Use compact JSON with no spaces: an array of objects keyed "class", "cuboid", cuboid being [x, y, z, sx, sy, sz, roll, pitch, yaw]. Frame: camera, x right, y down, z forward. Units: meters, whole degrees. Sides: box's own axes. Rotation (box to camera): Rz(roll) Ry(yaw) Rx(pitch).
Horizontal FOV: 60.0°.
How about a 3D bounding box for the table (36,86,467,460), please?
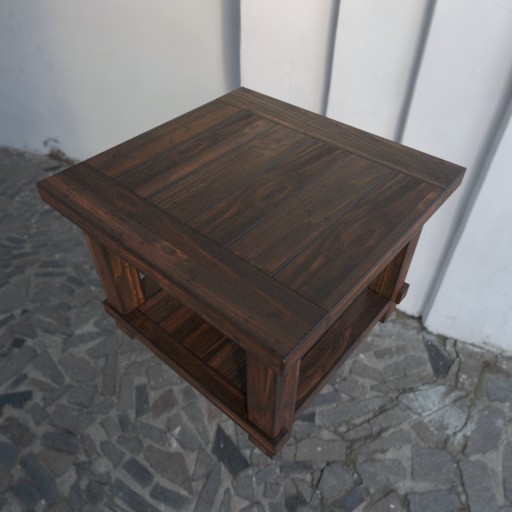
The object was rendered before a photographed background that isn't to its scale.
[{"class":"table","cuboid":[0.000,0.000,1.018,0.606,0.437,0.593,31,52,28]}]
